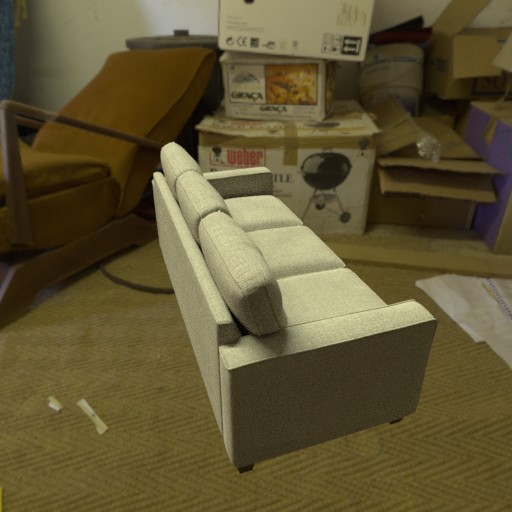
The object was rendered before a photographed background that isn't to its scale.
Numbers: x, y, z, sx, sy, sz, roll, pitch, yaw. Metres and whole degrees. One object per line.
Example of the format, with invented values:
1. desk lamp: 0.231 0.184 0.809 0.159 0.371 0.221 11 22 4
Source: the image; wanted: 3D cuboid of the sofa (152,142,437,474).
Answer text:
1. sofa: 0.000 0.000 2.668 0.939 0.965 2.133 -10 31 -16
